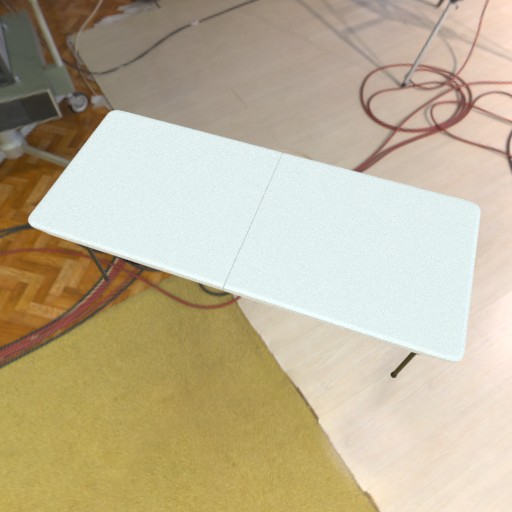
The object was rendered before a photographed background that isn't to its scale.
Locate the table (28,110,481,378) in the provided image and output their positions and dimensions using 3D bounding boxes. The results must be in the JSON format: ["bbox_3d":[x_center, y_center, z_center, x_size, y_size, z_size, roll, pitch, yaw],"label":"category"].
[{"bbox_3d":[0.000,0.000,2.218,1.829,0.719,0.761,17,60,10],"label":"table"}]
